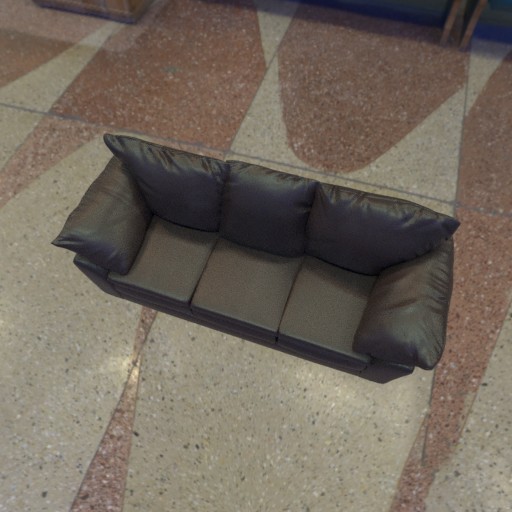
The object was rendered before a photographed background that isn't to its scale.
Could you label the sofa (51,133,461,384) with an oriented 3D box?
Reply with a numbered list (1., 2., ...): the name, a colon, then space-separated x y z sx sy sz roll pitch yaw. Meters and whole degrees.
1. sofa: 0.000 0.000 2.887 2.390 1.091 0.907 16 60 10
